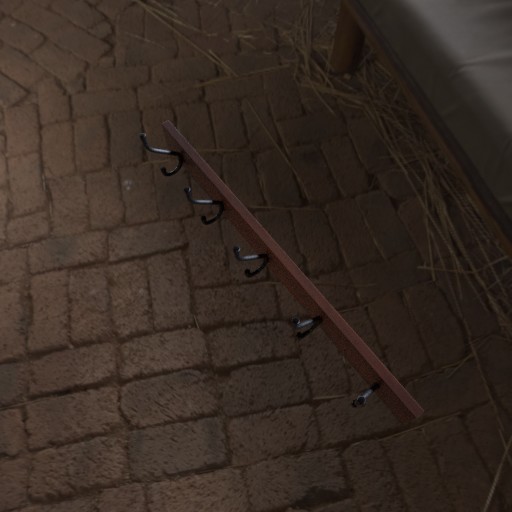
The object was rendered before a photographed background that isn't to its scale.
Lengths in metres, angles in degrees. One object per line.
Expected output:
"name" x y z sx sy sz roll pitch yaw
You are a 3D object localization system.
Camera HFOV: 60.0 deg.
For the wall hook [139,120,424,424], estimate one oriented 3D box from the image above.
"wall hook" 0.000 0.000 0.621 0.071 0.117 0.571 -34 68 -16
